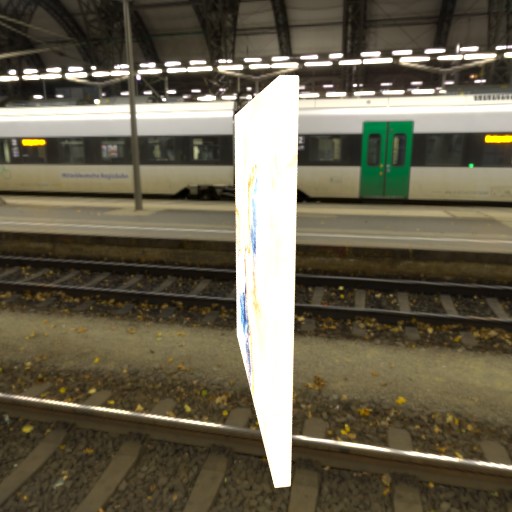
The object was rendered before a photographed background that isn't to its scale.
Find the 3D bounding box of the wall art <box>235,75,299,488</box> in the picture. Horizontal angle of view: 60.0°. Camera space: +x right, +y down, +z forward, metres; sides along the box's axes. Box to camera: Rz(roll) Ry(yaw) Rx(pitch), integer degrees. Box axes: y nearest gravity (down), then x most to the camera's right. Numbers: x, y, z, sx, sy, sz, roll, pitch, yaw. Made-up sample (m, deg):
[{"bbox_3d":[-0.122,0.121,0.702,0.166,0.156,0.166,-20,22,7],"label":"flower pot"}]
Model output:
[{"bbox_3d":[0.000,0.000,1.347,0.038,0.889,0.889,-2,13,-8],"label":"wall art"}]
